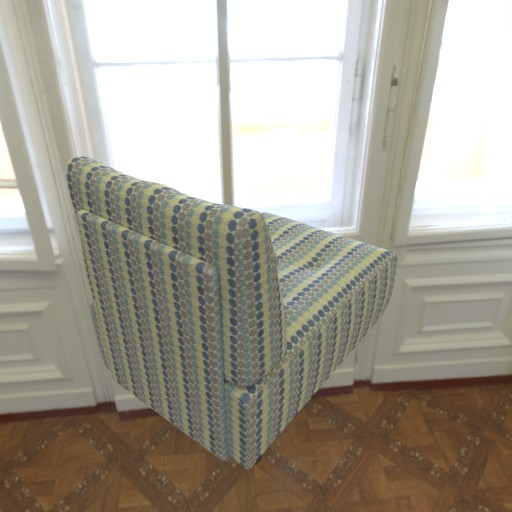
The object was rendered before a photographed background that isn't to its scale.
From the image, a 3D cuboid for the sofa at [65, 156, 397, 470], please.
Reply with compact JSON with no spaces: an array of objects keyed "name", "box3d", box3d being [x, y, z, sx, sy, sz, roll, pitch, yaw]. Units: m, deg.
[{"name":"sofa","box3d":[0.000,0.000,1.596,0.700,0.820,1.000,21,36,32]}]
